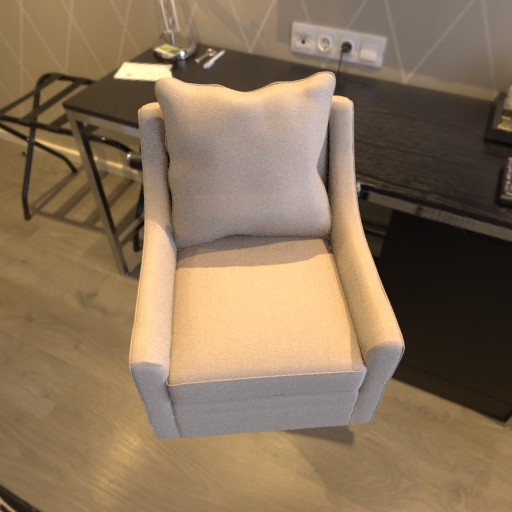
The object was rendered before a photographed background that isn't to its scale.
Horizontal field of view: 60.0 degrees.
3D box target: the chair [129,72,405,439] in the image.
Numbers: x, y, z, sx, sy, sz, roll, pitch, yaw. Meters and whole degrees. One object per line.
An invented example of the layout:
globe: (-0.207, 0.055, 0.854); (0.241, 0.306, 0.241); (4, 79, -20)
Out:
chair: (0.000, 0.000, 1.517); (0.760, 0.942, 0.876); (-3, 46, -3)
